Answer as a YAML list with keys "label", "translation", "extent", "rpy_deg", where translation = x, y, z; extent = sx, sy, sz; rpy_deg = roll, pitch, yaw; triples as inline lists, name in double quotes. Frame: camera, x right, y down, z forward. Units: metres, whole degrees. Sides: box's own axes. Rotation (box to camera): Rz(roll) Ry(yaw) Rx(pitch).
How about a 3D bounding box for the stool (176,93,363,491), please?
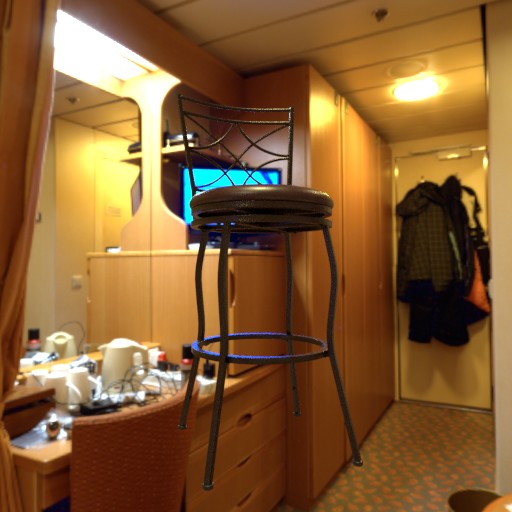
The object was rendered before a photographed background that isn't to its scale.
- label: "stool"
  translation: [0.000, 0.000, 1.369]
  extent: [0.434, 1.117, 0.534]
  rpy_deg: [0, -1, -18]
